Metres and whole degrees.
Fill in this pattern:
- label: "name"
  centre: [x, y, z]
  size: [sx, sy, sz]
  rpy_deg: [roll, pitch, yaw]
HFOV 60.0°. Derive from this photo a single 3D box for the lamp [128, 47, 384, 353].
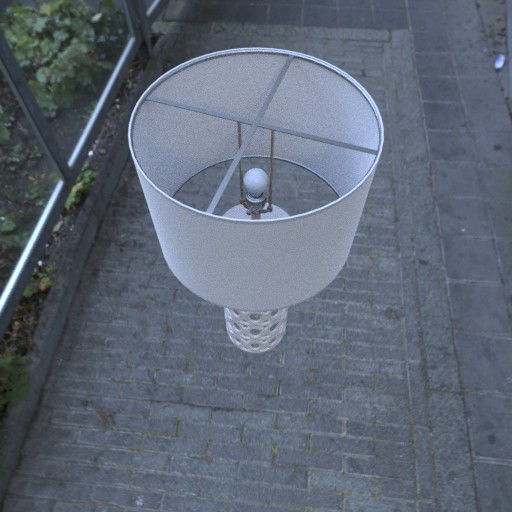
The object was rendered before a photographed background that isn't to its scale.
- label: "lamp"
  centre: [0.000, 0.000, 0.837]
  size: [0.325, 0.636, 0.324]
  rpy_deg: [17, 58, 11]
